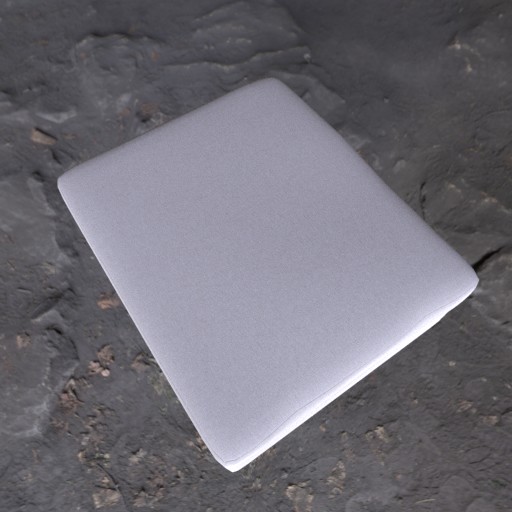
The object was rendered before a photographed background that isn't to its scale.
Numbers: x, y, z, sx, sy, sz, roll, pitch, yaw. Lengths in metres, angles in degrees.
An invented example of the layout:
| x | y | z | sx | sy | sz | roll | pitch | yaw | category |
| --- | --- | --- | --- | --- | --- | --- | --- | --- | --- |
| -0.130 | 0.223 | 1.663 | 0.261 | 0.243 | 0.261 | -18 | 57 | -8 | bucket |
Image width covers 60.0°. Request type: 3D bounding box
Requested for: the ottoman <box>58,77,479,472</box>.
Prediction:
| x | y | z | sx | sy | sz | roll | pitch | yaw | category |
| --- | --- | --- | --- | --- | --- | --- | --- | --- | --- |
| 0.000 | 0.000 | 1.419 | 0.836 | 0.492 | 0.976 | -31 | 66 | -15 | ottoman |
